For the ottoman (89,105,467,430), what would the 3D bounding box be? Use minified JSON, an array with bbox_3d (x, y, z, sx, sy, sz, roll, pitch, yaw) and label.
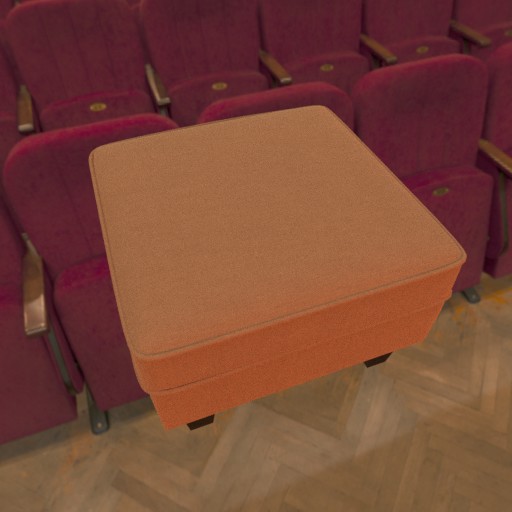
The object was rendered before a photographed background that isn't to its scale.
[{"bbox_3d":[0.000,0.000,1.027,0.616,0.438,0.613,-15,48,-14],"label":"ottoman"}]
